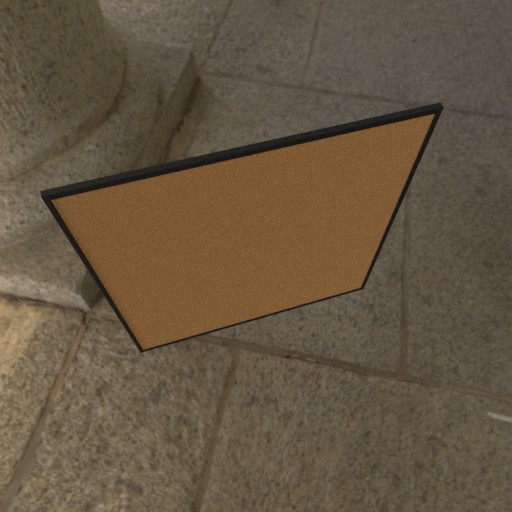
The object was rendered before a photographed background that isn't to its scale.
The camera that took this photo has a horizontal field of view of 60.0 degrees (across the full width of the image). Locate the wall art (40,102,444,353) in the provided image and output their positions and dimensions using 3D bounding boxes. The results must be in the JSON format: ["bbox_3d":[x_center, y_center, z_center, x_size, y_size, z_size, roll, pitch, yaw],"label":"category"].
[{"bbox_3d":[0.000,0.000,0.986,0.664,0.663,0.015,-15,59,-9],"label":"wall art"}]
